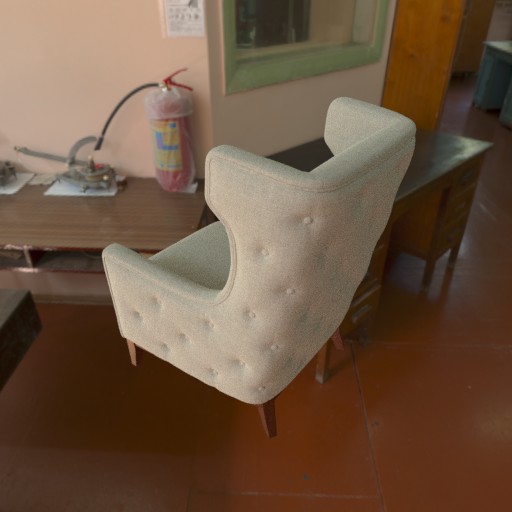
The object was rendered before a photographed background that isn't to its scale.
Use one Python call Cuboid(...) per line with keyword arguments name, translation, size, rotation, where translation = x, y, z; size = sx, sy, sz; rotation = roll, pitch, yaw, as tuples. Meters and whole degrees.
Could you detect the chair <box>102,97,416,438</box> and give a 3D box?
Cuboid(name="chair", translation=(0.000, 0.000, 1.675), size=(0.899, 1.079, 0.778), rotation=(22, 38, 30))
